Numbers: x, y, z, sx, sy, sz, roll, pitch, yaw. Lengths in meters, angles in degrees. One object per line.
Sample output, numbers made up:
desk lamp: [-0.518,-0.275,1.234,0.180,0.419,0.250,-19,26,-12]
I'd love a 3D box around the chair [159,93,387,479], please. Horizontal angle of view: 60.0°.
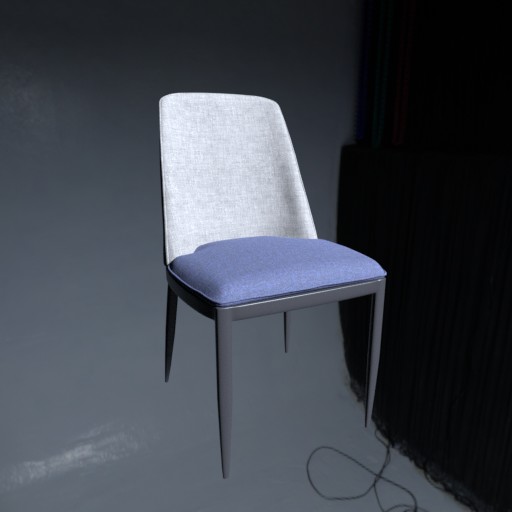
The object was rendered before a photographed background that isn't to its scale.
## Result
chair: [0.000,0.000,1.184,0.488,0.855,0.550,-8,17,-25]
